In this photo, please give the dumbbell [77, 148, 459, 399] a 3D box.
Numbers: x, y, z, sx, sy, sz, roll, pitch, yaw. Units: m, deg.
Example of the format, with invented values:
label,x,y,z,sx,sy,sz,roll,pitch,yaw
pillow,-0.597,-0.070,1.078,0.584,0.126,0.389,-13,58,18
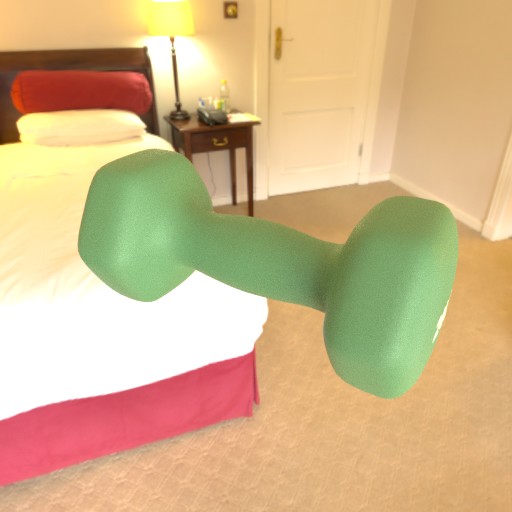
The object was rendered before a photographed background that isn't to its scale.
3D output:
label,x,y,z,sx,sy,sz,roll,pitch,yaw
dumbbell,0.000,0.000,0.315,0.257,0.114,0.126,17,34,26
